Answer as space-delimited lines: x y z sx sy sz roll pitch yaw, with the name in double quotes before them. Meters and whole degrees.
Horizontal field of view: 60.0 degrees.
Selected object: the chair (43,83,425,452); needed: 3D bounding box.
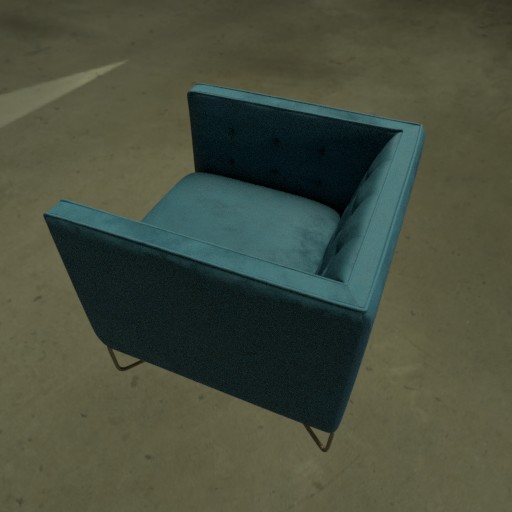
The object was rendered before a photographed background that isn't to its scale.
"chair" 0.000 0.000 1.582 0.894 0.790 0.880 17 48 16
